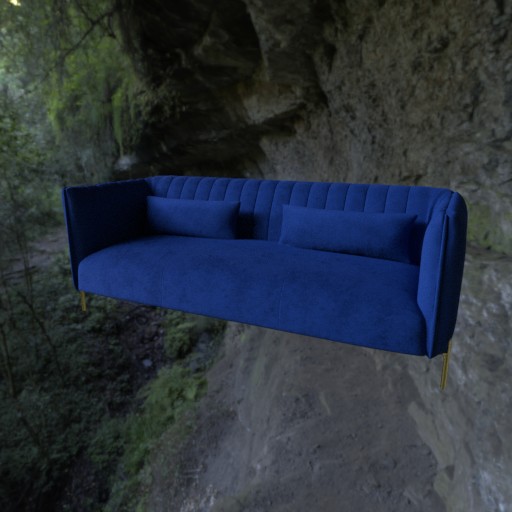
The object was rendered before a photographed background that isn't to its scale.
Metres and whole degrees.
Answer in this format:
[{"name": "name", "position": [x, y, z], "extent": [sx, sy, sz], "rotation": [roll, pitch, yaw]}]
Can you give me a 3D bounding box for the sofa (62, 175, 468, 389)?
[{"name": "sofa", "position": [0.000, 0.000, 2.526], "extent": [2.136, 0.793, 0.896], "rotation": [7, 16, 24]}]
